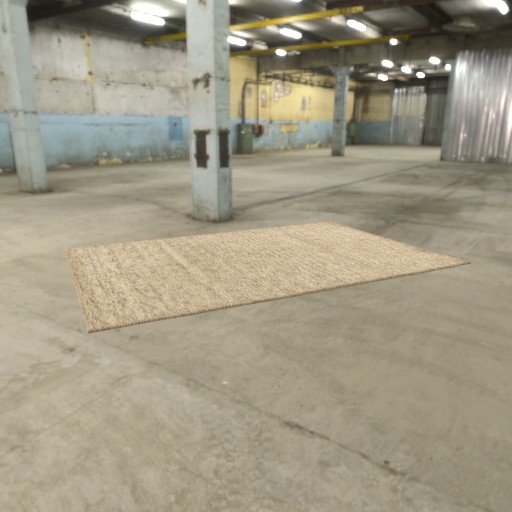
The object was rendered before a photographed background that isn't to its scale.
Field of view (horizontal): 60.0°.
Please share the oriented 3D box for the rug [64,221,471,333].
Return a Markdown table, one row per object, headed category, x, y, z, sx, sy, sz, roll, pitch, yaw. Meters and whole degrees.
| category | x | y | z | sx | sy | sz | roll | pitch | yaw |
| --- | --- | --- | --- | --- | --- | --- | --- | --- | --- |
| rug | 0.000 | 0.000 | 2.369 | 1.822 | 0.018 | 1.211 | -7 | 17 | -25 |
